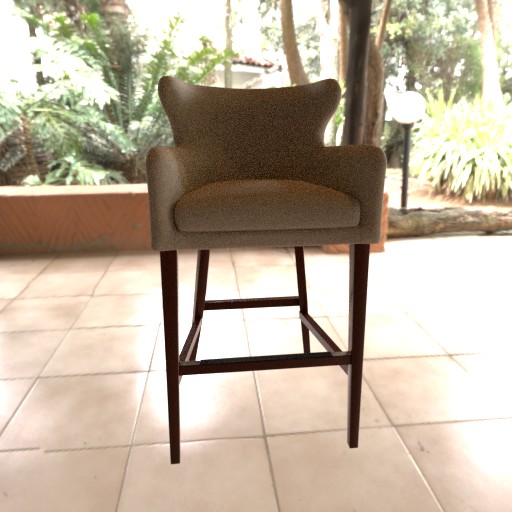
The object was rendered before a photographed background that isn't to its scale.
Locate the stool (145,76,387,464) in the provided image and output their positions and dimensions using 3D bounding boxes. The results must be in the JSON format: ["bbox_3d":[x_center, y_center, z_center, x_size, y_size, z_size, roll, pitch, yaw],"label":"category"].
[{"bbox_3d":[0.000,0.000,1.346,0.556,1.034,0.563,-2,18,-7],"label":"stool"}]
